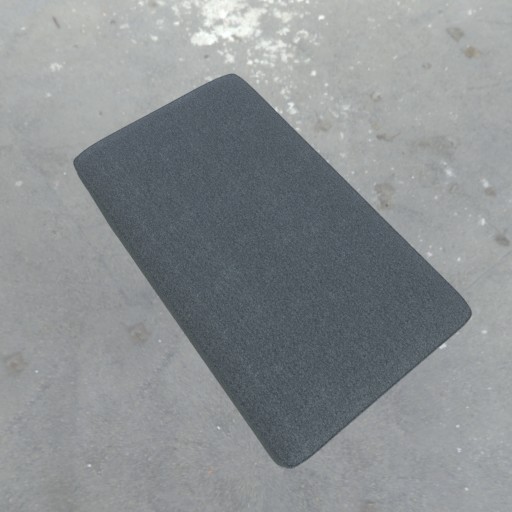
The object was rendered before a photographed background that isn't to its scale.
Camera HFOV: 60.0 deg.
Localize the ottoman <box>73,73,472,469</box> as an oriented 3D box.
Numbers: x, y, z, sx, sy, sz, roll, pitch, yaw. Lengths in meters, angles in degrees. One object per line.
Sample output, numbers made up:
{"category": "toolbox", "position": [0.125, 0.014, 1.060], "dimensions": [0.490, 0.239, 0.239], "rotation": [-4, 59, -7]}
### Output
{"category": "ottoman", "position": [0.000, 0.000, 1.518], "dimensions": [0.681, 0.494, 1.173], "rotation": [-34, 69, -15]}
